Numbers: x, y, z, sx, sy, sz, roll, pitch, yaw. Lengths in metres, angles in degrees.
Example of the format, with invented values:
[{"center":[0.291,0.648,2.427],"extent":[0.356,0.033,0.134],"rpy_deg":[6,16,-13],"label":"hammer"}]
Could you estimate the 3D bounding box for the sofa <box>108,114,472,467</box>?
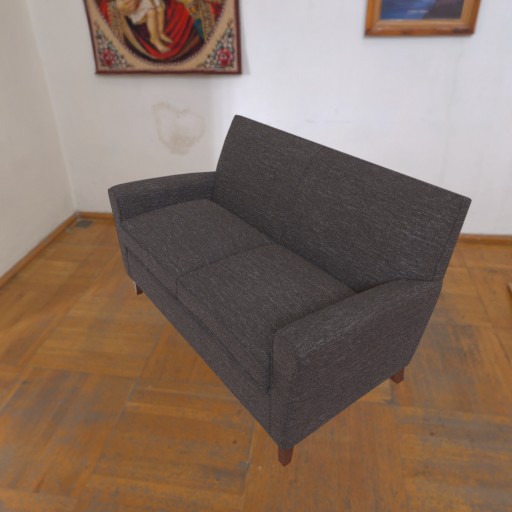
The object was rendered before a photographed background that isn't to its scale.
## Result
[{"center":[0.000,0.000,2.076],"extent":[0.867,0.905,1.509],"rpy_deg":[-21,38,-30],"label":"sofa"}]
